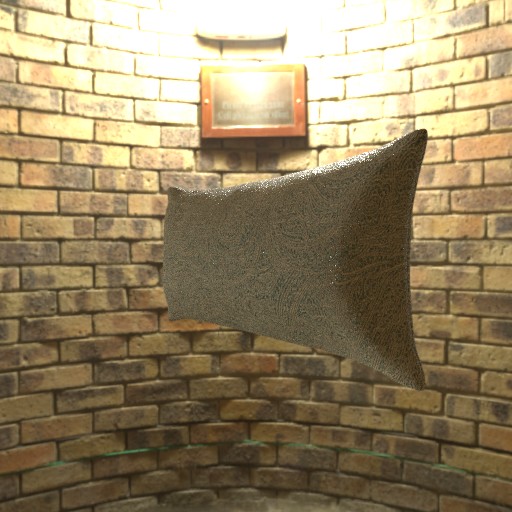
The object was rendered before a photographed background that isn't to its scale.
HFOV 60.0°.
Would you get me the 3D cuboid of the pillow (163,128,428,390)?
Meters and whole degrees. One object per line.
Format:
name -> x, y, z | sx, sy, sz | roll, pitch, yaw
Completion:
pillow -> 0.000, 0.000, 0.735 | 0.151, 0.295, 0.615 | -1, 1, -38
